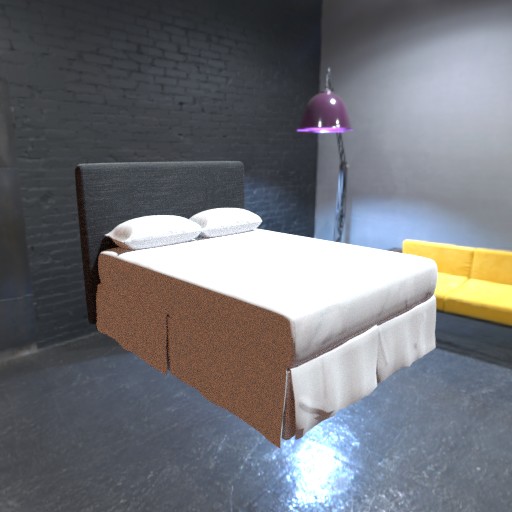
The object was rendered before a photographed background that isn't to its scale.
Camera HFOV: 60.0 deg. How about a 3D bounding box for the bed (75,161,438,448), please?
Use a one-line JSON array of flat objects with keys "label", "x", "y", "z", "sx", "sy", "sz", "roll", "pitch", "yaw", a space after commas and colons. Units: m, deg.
[{"label": "bed", "x": 0.000, "y": 0.000, "z": 3.260, "sx": 1.723, "sy": 1.330, "sz": 2.142, "roll": -13, "pitch": 18, "yaw": -43}]
